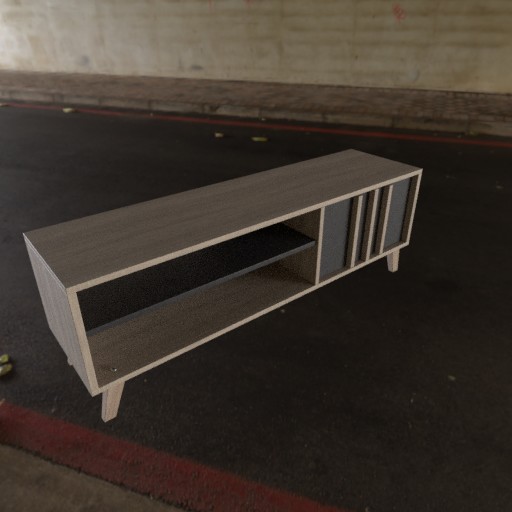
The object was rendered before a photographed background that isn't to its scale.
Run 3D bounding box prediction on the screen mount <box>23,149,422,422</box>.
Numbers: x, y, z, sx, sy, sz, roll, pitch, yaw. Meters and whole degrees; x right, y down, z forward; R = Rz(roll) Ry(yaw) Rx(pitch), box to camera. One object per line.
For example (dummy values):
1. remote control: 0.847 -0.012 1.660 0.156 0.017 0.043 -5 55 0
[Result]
1. screen mount: 0.000 0.000 1.745 1.500 0.509 0.401 -21 35 -33
